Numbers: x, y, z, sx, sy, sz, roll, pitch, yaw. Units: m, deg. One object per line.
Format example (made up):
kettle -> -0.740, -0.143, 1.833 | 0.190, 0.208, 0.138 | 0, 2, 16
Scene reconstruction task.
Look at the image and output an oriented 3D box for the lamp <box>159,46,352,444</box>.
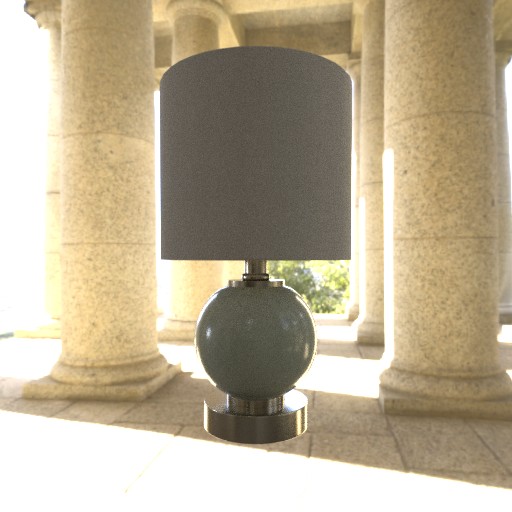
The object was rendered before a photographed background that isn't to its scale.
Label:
lamp -> 0.000, 0.000, 0.470 | 0.201, 0.353, 0.201 | 0, -1, -20
